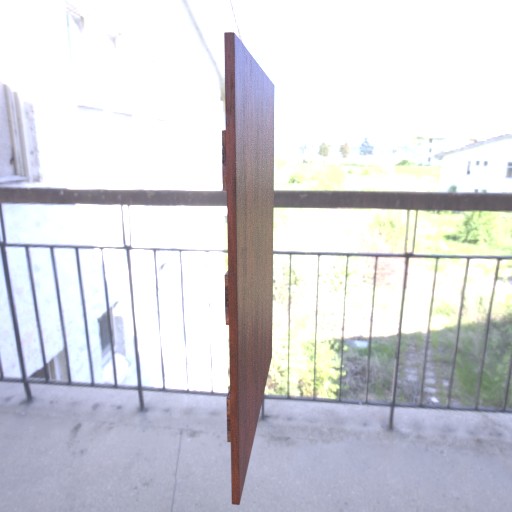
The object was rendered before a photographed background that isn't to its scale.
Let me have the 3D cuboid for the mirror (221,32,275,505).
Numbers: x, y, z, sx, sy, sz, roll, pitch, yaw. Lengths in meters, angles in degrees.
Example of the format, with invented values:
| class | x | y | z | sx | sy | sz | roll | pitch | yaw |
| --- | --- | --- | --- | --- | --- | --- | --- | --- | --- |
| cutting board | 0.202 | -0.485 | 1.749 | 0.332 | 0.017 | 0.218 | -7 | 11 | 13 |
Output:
| class | x | y | z | sx | sy | sz | roll | pitch | yaw |
| --- | --- | --- | --- | --- | --- | --- | --- | --- | --- |
| mirror | 0.000 | 0.000 | 1.014 | 0.021 | 0.805 | 0.600 | 2 | 14 | 8 |
